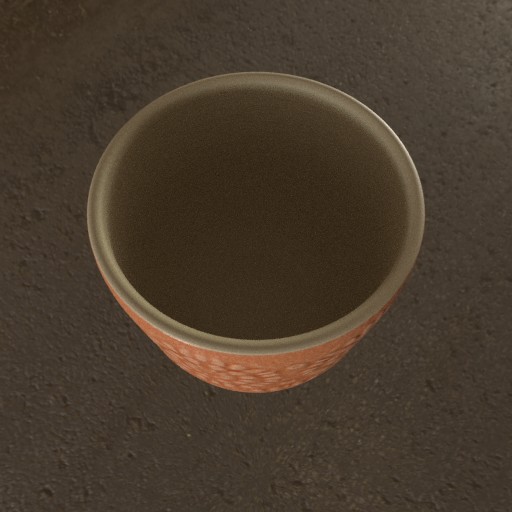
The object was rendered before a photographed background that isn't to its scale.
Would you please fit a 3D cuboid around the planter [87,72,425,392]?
[{"bbox_3d":[0.000,0.000,0.210,0.124,0.109,0.124,0,63,0],"label":"planter"}]
